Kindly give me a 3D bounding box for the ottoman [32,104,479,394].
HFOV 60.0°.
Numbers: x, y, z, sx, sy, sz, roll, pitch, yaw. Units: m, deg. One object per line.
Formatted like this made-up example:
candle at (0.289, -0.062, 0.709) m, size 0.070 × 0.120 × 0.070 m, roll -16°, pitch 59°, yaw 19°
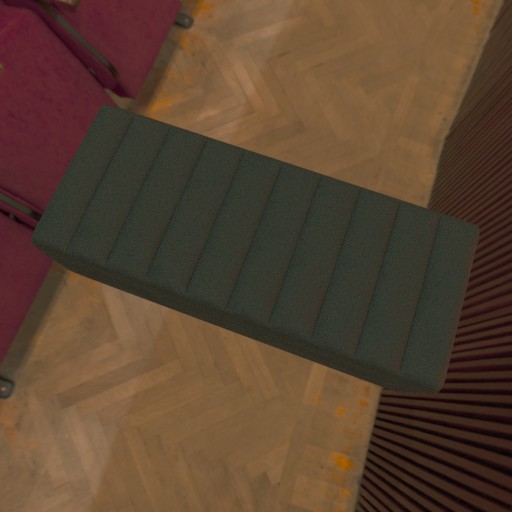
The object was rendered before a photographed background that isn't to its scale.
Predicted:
ottoman at (0.000, 0.000, 1.396) m, size 1.151 × 0.469 × 0.482 m, roll 19°, pitch 74°, yaw 6°
